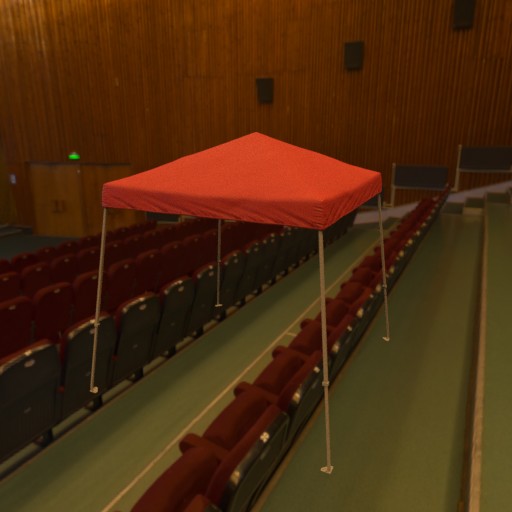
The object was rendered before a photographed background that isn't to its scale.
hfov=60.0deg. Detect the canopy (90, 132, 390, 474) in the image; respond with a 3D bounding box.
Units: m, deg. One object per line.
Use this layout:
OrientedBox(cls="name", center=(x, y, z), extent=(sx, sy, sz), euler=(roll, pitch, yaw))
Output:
OrientedBox(cls="canopy", center=(0.000, 0.000, 6.694), extent=(3.599, 3.600, 3.600), euler=(8, 18, 25))
